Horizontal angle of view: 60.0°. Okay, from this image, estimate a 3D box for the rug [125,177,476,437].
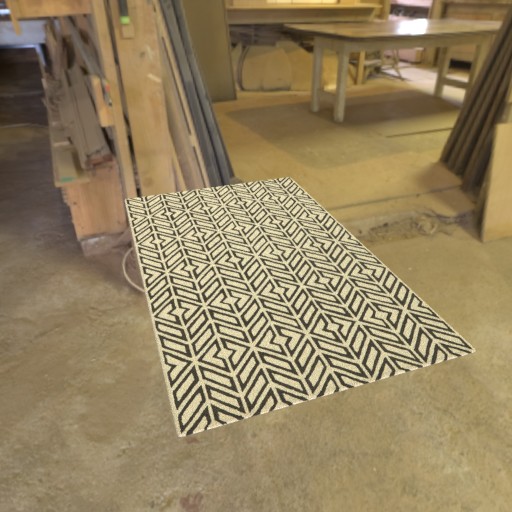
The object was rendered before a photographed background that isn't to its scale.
[{"bbox_3d":[0.000,0.000,3.003,1.523,0.008,2.438,-10,34,-16],"label":"rug"}]
